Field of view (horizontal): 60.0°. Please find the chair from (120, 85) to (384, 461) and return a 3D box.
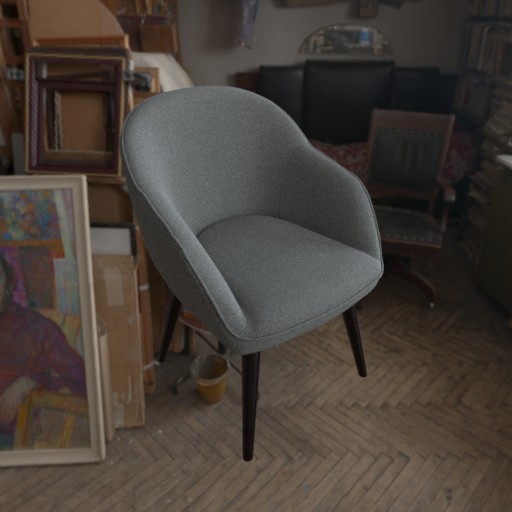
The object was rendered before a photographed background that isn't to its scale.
[{"bbox_3d":[0.000,0.000,1.235,0.589,0.810,0.611,-22,37,-33],"label":"chair"}]
